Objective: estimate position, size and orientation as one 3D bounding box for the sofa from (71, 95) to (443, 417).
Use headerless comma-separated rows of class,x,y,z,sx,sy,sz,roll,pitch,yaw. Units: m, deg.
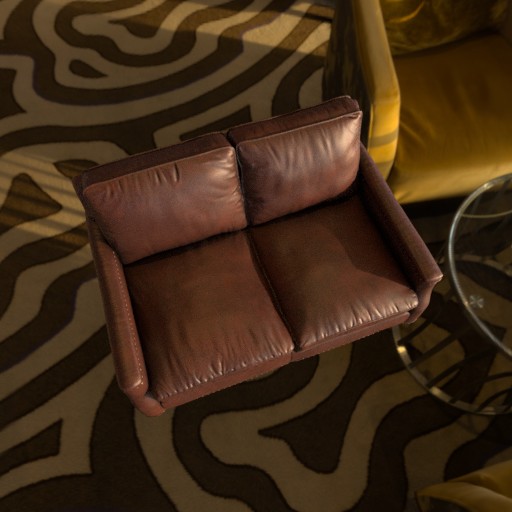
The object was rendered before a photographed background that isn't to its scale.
sofa,0.000,0.000,2.324,1.628,1.003,1.083,-18,65,-8
